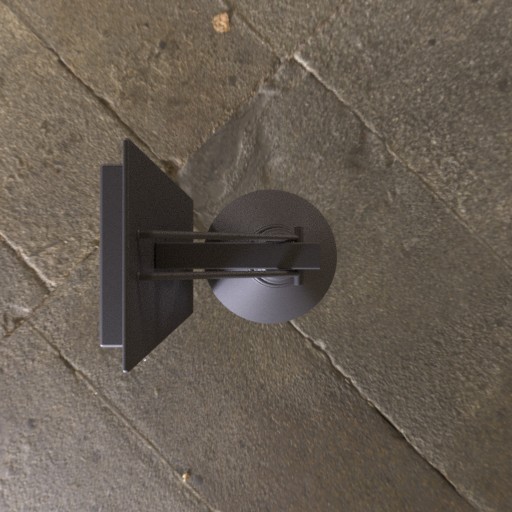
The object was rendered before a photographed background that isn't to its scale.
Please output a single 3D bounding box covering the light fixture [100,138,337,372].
[{"bbox_3d":[0.000,0.000,0.424,0.207,0.298,0.170,0,90,0],"label":"light fixture"}]
